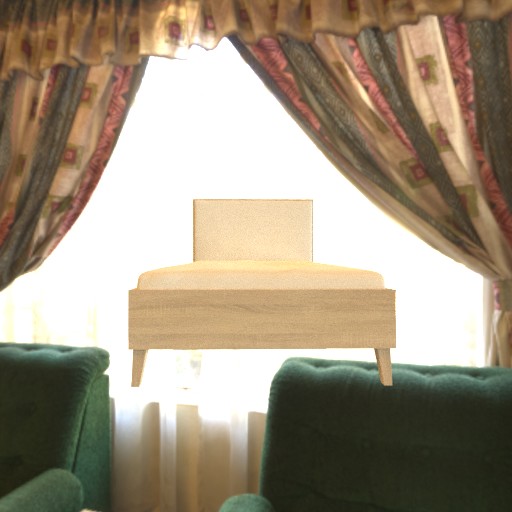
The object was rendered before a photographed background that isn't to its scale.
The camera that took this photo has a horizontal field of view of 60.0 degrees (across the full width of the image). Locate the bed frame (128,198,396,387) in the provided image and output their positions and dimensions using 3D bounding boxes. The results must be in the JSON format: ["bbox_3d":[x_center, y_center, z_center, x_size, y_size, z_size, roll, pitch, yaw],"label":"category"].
[{"bbox_3d":[0.000,0.000,2.644,0.990,0.920,2.140,0,0,-1],"label":"bed frame"}]
